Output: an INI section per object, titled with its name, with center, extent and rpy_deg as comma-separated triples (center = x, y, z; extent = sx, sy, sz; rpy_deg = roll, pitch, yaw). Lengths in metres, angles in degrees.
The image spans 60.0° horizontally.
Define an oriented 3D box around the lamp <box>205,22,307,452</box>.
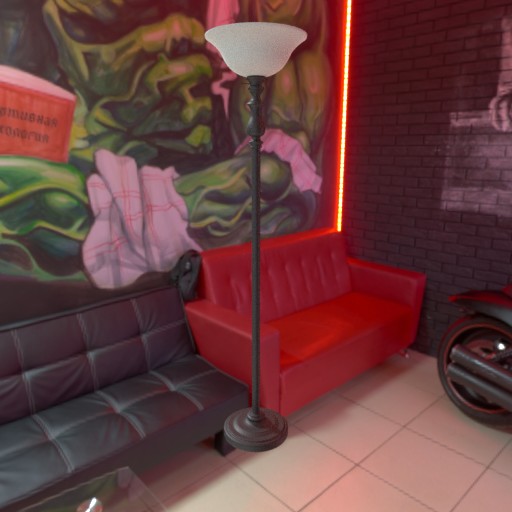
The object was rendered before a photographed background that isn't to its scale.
[lamp]
center = 0.000, 0.000, 1.973
extent = 0.405, 1.797, 0.405
rpy_deg = -2, 14, -10
